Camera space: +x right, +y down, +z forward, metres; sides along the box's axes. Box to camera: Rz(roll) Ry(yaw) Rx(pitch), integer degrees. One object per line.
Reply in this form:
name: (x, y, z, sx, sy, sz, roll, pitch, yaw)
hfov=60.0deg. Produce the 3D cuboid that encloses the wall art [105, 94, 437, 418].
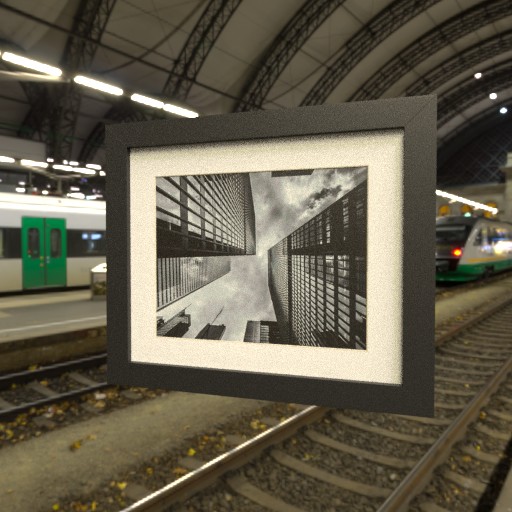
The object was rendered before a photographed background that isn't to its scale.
wall art: (0.000, 0.000, 0.508, 0.381, 0.321, 0.028, 0, 1, 17)
